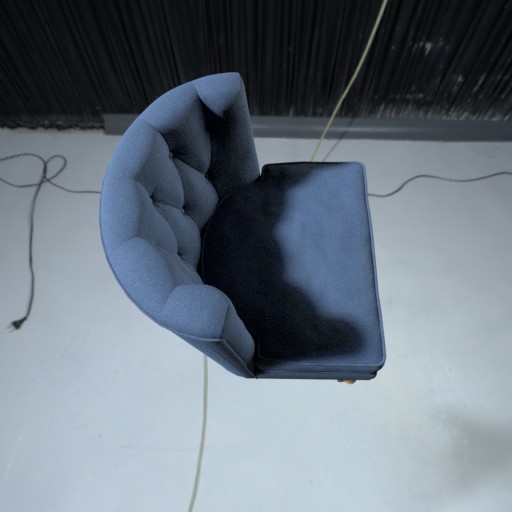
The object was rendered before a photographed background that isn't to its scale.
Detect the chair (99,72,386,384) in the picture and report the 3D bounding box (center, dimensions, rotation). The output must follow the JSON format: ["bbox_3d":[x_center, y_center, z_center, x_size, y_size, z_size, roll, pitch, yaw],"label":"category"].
[{"bbox_3d":[0.000,0.000,1.340,0.718,0.771,0.740,1,63,1],"label":"chair"}]
